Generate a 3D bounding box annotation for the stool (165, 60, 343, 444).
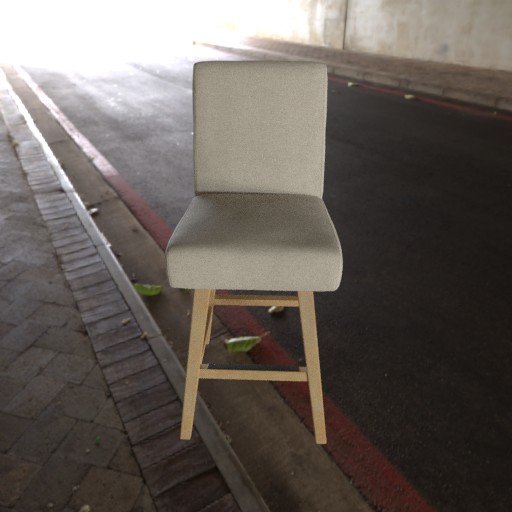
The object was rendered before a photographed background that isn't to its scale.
[{"bbox_3d":[0.000,0.000,1.317,0.446,1.015,0.543,1,30,2],"label":"stool"}]
